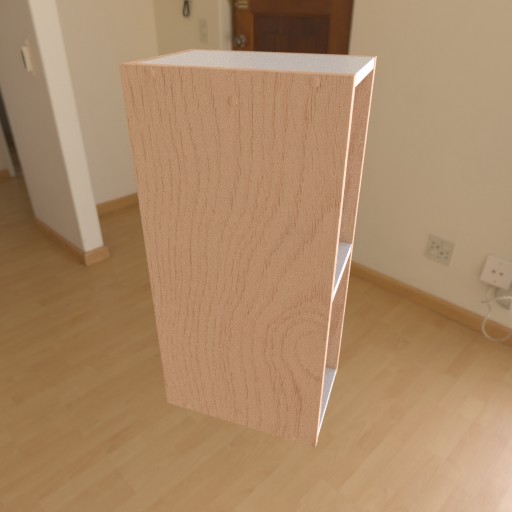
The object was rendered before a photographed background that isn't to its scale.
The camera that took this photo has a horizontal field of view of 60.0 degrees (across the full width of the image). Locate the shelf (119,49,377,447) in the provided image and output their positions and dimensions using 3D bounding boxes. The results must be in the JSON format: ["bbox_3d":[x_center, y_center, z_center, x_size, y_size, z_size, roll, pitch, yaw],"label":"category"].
[{"bbox_3d":[0.000,0.000,0.737,0.290,0.600,0.200,10,32,17],"label":"shelf"}]
